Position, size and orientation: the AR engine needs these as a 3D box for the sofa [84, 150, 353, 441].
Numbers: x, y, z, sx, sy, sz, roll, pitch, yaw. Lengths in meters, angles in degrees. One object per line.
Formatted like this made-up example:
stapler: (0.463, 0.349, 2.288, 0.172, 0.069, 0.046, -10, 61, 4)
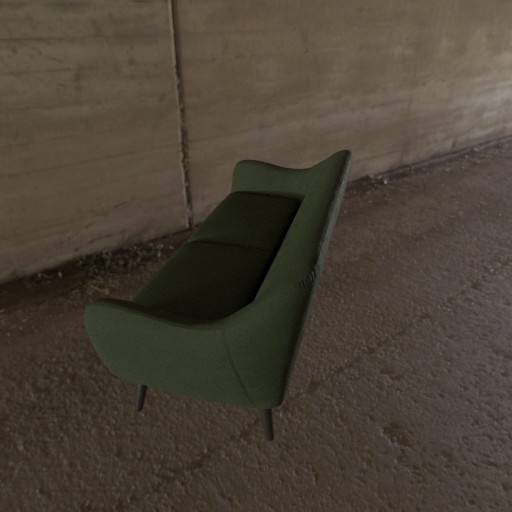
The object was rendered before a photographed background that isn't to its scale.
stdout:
sofa: (0.000, 0.000, 2.322, 0.820, 0.836, 1.840, 8, 30, 14)
